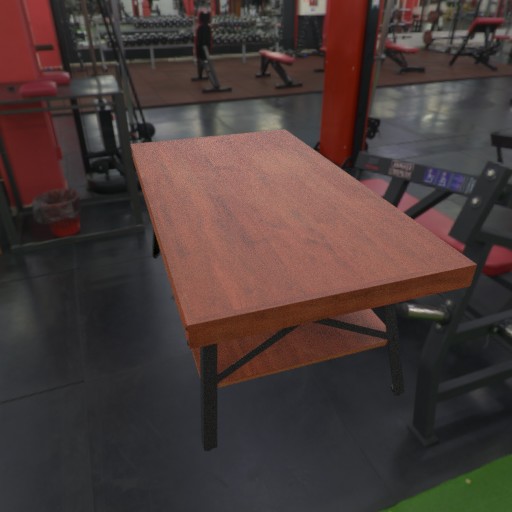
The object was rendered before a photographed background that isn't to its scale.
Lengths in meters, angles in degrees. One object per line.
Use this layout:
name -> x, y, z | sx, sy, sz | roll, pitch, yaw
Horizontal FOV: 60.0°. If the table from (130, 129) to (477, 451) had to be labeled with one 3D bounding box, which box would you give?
table -> 0.000, 0.000, 1.385 | 0.610, 0.457, 1.067 | -10, 33, -16
